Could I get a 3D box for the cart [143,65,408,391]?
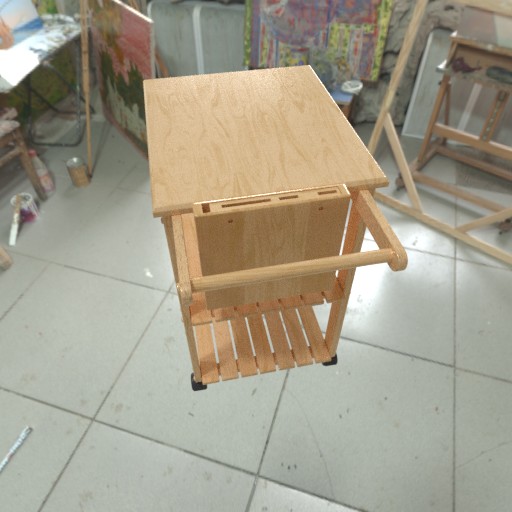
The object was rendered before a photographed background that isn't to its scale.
[{"bbox_3d":[0.000,0.000,1.370,0.520,0.816,0.843,-9,47,-8],"label":"cart"}]
